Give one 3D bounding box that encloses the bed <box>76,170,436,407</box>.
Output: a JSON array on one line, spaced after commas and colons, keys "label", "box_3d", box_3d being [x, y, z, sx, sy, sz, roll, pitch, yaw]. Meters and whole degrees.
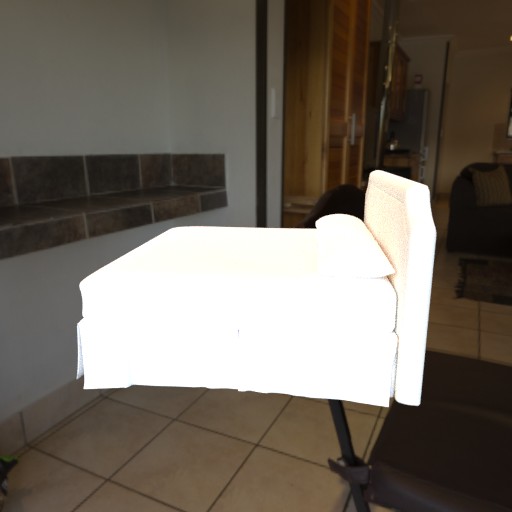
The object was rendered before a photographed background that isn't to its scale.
[{"label": "bed", "box_3d": [0.000, 0.000, 3.595, 2.204, 1.301, 2.160, 2, 14, 7]}]
